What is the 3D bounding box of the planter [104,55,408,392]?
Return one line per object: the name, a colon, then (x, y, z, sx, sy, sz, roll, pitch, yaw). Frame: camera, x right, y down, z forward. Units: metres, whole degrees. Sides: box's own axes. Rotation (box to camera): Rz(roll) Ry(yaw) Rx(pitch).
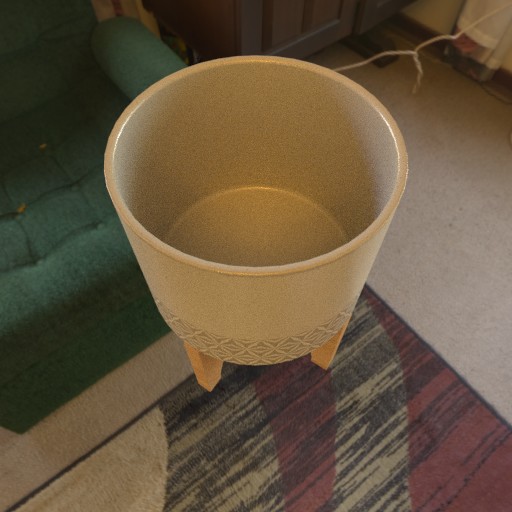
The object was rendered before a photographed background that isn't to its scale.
planter: (0.000, 0.000, 0.512, 0.249, 0.343, 0.249, 0, 57, 0)
